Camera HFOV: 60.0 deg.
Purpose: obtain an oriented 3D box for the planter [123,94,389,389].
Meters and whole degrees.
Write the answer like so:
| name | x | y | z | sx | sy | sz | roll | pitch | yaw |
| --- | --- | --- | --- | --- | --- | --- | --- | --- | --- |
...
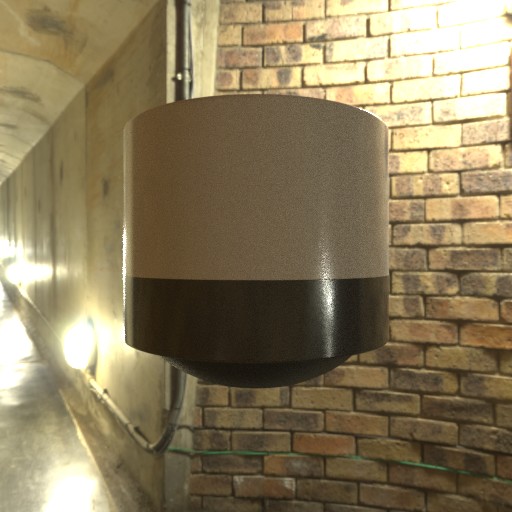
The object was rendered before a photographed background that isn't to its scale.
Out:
| name | x | y | z | sx | sy | sz | roll | pitch | yaw |
| --- | --- | --- | --- | --- | --- | --- | --- | --- | --- |
| planter | 0.000 | 0.000 | 0.336 | 0.193 | 0.177 | 0.193 | 0 | 0 | 0 |
